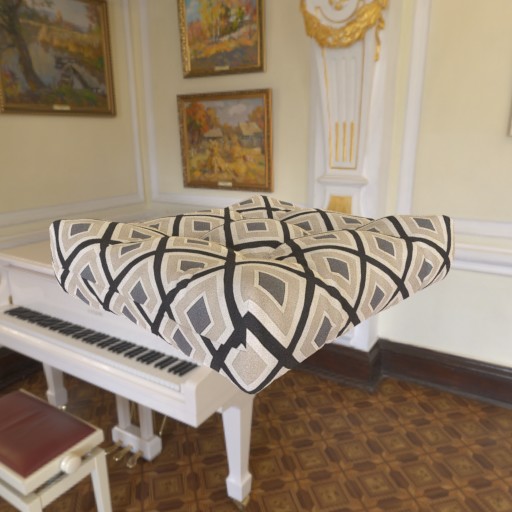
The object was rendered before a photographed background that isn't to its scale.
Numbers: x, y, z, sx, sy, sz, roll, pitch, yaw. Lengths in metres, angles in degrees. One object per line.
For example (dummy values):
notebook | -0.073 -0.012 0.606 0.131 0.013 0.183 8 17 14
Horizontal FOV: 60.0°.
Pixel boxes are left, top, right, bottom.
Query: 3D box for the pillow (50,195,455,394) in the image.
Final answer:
pillow | 0.000 0.000 0.712 0.468 0.128 0.490 14 21 42
